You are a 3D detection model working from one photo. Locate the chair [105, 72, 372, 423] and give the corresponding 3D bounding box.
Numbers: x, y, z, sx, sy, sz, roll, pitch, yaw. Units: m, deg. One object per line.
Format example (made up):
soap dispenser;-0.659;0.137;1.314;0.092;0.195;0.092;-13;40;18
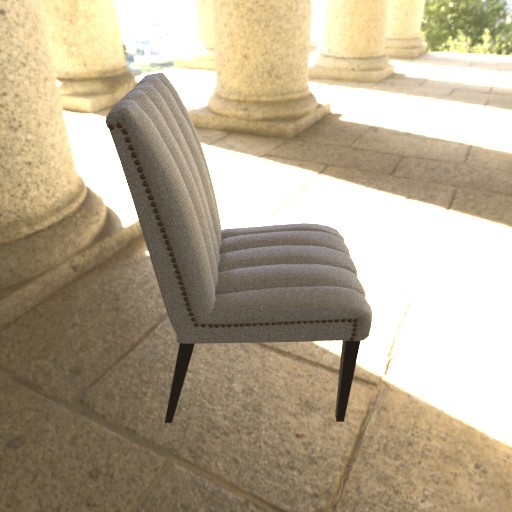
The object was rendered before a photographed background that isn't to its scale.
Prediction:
chair;0.000;0.000;1.382;0.647;1.016;0.511;-1;32;-1
